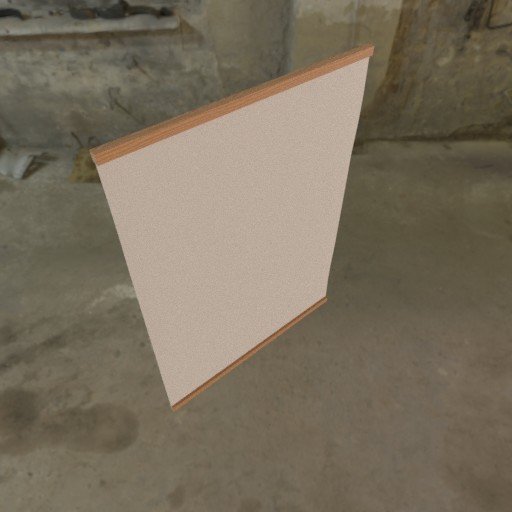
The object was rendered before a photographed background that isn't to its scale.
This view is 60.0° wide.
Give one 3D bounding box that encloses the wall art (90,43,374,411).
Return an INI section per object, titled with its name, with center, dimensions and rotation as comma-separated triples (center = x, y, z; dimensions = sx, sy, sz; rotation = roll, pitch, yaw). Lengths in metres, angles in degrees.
[wall art]
center = 0.000, 0.000, 1.298
dimensions = 0.739, 1.016, 0.020
rotation = -31, 54, -26
